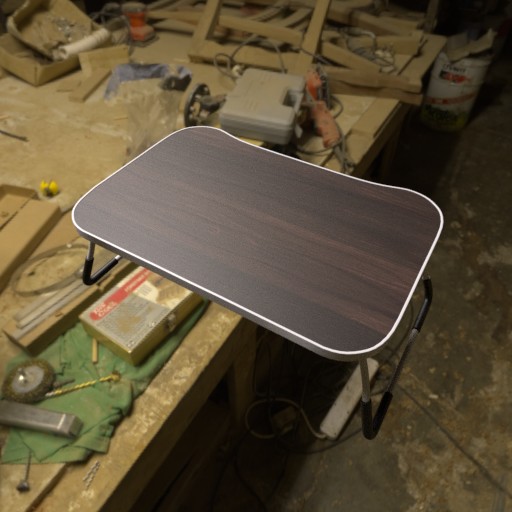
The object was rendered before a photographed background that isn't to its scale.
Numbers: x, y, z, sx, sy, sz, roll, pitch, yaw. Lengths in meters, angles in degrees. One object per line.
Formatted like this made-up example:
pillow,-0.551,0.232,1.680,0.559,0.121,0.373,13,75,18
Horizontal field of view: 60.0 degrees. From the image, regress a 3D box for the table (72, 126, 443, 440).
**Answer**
table,0.000,0.000,0.870,0.660,0.232,0.400,23,50,21
